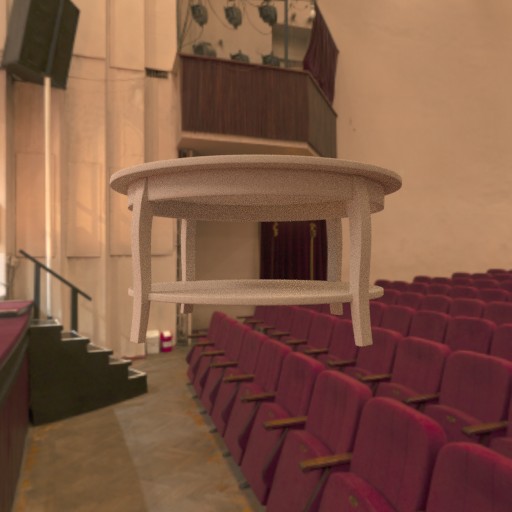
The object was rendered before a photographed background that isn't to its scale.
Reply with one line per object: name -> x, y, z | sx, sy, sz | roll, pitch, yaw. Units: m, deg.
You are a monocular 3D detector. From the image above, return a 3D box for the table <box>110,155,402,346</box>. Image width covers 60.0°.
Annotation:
table -> 0.000, 0.000, 1.454 | 0.910, 0.457, 0.910 | 0, 0, 0
